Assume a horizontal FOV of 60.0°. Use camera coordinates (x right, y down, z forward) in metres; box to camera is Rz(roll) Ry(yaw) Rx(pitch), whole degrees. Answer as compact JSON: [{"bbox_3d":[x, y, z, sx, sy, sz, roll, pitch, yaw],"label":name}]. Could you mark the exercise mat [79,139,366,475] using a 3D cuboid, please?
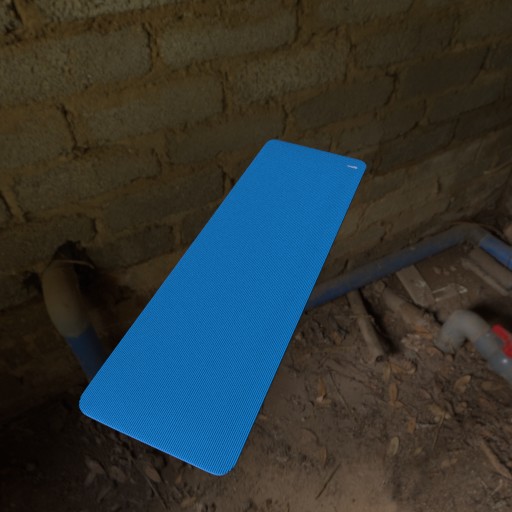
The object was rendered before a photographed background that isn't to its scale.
[{"bbox_3d":[0.000,0.000,2.076,0.616,0.021,1.869,18,50,16],"label":"exercise mat"}]
